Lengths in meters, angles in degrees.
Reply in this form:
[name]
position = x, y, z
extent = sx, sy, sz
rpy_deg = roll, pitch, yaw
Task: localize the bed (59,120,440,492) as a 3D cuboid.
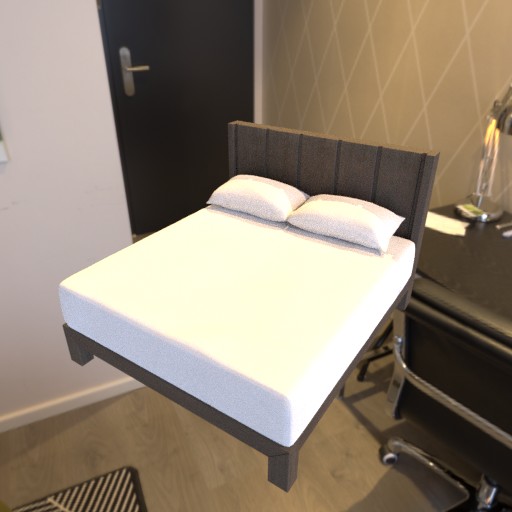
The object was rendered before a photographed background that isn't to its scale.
[bed]
position = 0.000, 0.000, 3.050
extent = 1.735, 1.261, 1.992
rpy_deg = 18, 34, 29
